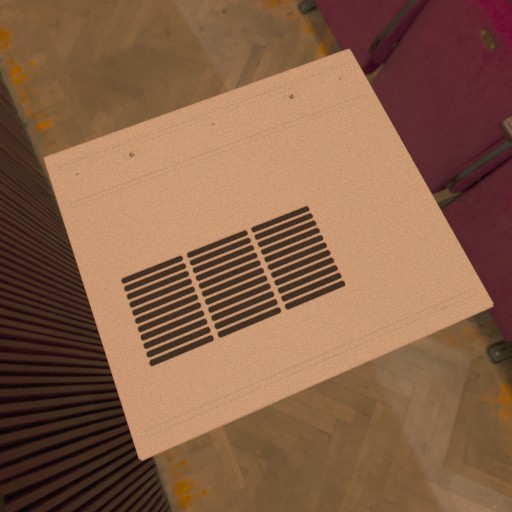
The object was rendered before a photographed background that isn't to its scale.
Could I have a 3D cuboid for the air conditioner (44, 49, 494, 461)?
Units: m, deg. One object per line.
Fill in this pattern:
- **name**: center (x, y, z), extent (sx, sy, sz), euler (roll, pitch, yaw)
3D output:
- **air conditioner**: center (0.000, 0.000, 1.020), extent (0.645, 0.455, 0.599), euler (-22, 76, -6)
